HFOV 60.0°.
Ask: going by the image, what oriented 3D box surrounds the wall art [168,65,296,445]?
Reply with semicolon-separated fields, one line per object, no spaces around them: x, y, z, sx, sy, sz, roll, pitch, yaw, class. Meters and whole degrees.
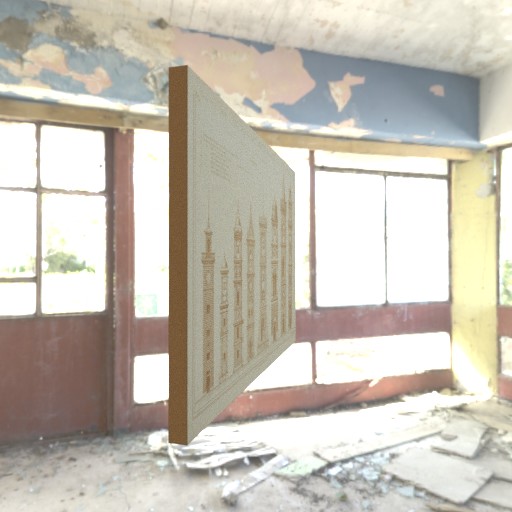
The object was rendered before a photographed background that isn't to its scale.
0.000;0.000;1.153;0.033;0.608;0.915;0;0;16;wall art
